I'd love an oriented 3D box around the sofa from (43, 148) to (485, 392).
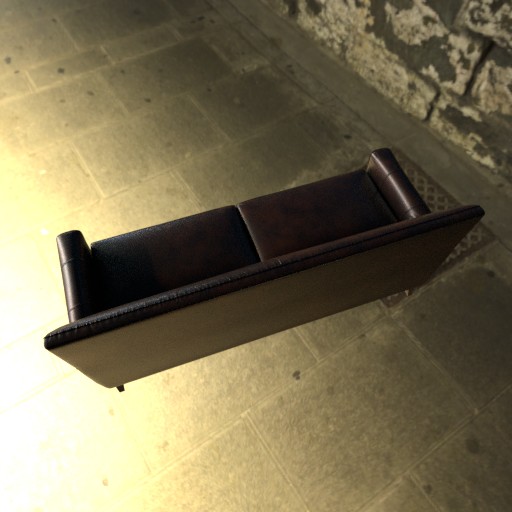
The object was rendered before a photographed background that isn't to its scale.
[{"bbox_3d":[0.000,0.000,2.433,1.995,0.871,0.786,-17,59,-10],"label":"sofa"}]
